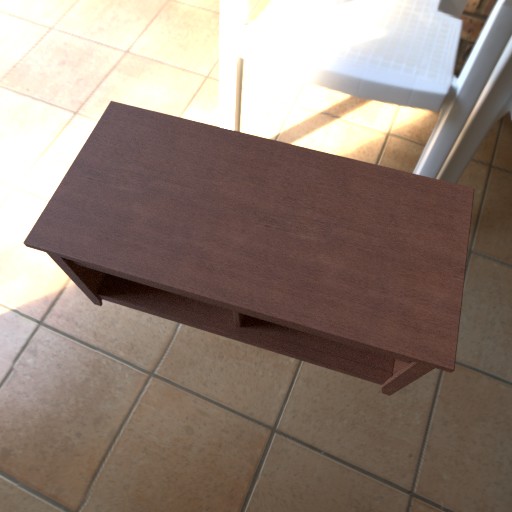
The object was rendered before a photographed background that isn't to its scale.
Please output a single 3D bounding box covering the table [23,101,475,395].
[{"bbox_3d":[0.000,0.000,1.297,1.016,0.457,0.483,16,65,8],"label":"table"}]
